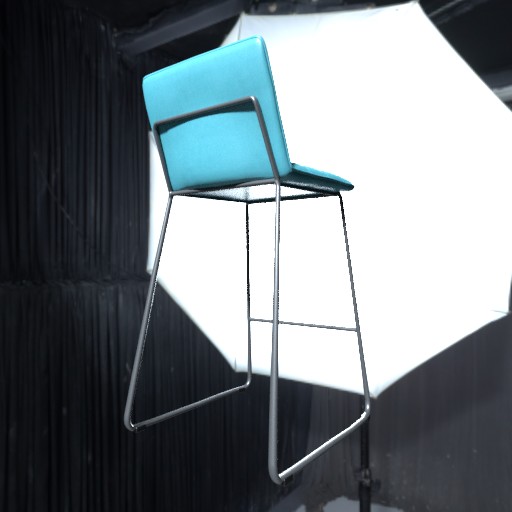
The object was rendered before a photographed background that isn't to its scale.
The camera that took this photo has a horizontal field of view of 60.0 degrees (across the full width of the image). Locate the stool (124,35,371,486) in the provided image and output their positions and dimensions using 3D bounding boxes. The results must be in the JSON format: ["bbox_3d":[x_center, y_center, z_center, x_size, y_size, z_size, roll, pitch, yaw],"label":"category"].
[{"bbox_3d":[0.000,0.000,1.227,0.489,0.936,0.524,0,0,36],"label":"stool"}]
